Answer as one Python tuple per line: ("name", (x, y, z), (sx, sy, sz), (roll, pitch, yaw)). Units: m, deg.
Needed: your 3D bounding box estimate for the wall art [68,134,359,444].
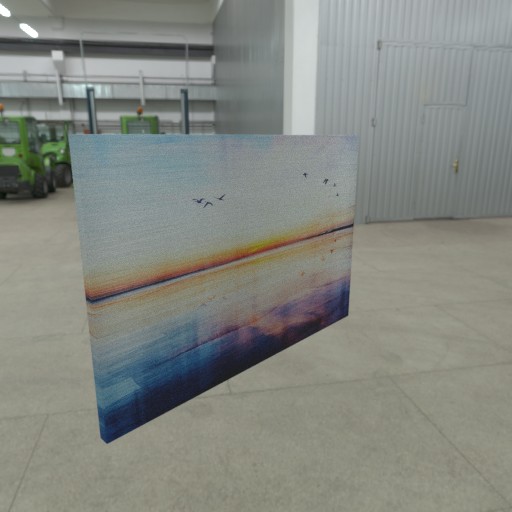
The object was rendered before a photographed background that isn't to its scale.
("wall art", (0.000, 0.000, 0.761), (0.018, 0.402, 0.604), (14, 20, 41))
